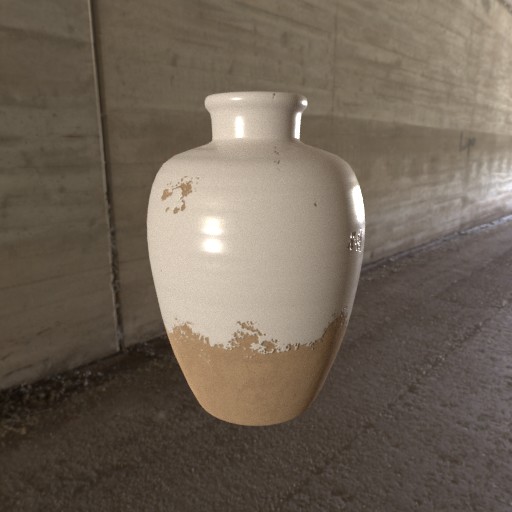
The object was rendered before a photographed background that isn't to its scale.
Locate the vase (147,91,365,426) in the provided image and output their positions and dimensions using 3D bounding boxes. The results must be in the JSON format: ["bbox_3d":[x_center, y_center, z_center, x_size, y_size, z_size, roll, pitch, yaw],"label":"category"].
[{"bbox_3d":[0.000,0.000,0.336,0.158,0.228,0.158,0,14,0],"label":"vase"}]
